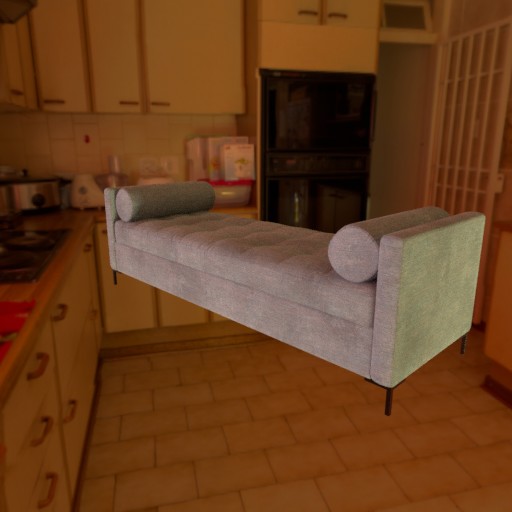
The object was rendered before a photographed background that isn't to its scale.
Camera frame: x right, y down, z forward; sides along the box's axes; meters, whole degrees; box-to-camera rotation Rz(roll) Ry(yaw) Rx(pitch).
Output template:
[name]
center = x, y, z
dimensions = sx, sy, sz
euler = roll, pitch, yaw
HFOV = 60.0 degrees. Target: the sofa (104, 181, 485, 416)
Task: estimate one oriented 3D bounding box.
[sofa]
center = 0.000, 0.000, 2.325
dimensions = 0.686, 0.635, 1.981
euler = -14, 20, -42
